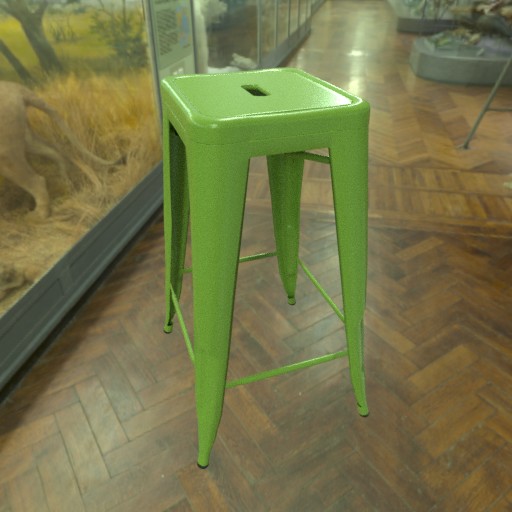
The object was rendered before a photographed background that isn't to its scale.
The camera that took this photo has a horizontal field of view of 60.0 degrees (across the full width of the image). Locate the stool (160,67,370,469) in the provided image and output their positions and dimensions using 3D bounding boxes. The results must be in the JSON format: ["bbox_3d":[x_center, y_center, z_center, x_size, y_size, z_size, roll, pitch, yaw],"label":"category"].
[{"bbox_3d":[0.000,0.000,0.839,0.358,0.609,0.398,-11,35,-16],"label":"stool"}]
